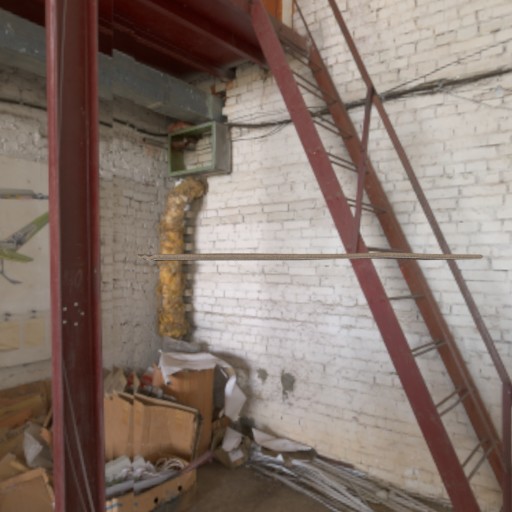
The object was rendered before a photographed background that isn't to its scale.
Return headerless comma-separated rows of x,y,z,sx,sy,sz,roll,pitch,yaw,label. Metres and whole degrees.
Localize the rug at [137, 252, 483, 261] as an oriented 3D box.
0.000,0.000,3.067,1.553,0.053,2.430,0,0,-17,rug
